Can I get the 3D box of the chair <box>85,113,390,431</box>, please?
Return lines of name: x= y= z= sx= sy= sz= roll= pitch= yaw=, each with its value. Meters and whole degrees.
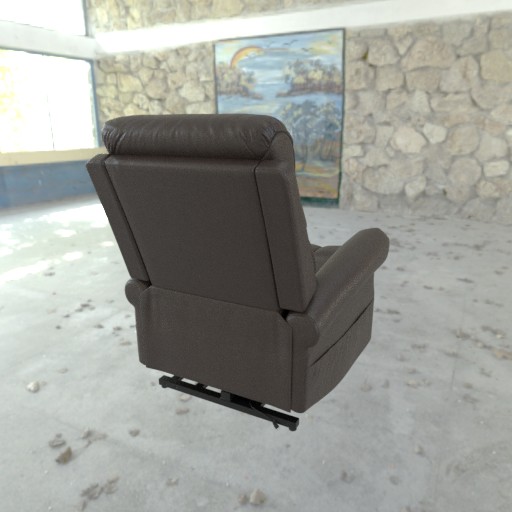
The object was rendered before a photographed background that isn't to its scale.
chair: x=0.000 y=0.000 z=1.714 sx=0.869 sy=1.028 sz=0.978 roll=8 pitch=18 yaw=27
